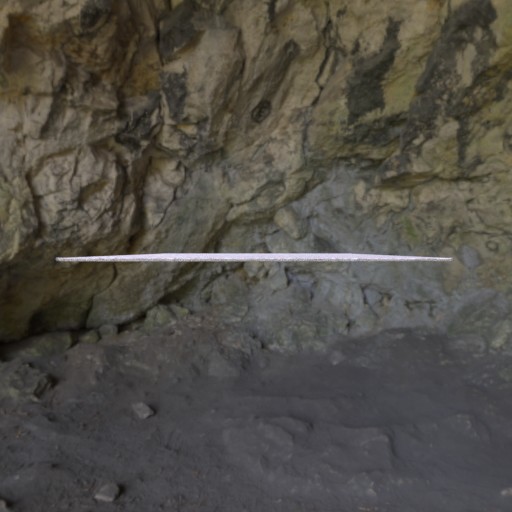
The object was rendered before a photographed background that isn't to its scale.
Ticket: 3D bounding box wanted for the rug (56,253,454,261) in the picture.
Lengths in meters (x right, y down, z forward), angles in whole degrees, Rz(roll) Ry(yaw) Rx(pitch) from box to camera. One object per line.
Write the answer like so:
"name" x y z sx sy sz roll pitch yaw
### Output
"rug" 0.000 0.000 4.217 2.449 0.025 3.049 0 1 0
